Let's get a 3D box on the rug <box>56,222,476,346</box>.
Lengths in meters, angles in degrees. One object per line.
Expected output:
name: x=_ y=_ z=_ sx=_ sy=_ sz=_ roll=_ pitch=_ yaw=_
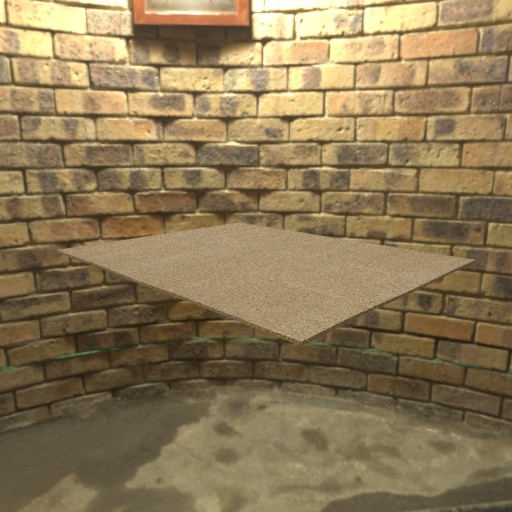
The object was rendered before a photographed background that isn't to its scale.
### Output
rug: x=0.000 y=0.000 z=4.043 sx=3.000 sy=0.025 sz=2.400 roll=13 pitch=18 yaw=43
